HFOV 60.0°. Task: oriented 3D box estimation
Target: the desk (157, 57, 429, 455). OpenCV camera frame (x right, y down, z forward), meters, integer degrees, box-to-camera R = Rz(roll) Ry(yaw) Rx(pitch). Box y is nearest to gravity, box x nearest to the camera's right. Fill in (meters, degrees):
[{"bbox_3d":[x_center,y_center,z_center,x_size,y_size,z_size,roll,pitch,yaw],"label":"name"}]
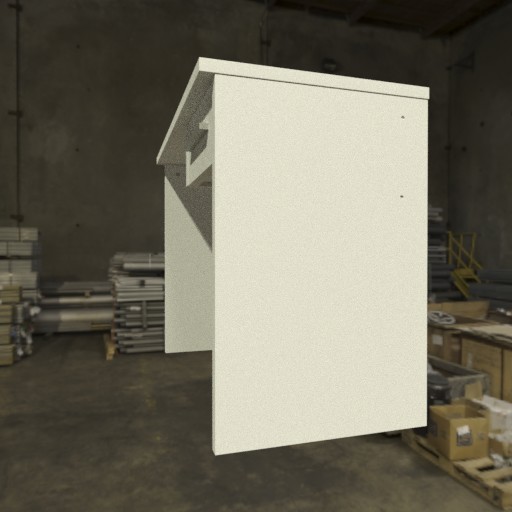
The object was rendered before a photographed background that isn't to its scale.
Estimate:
[{"bbox_3d":[0.000,0.000,1.309,0.498,0.729,0.900,0,1,-17],"label":"desk"}]
